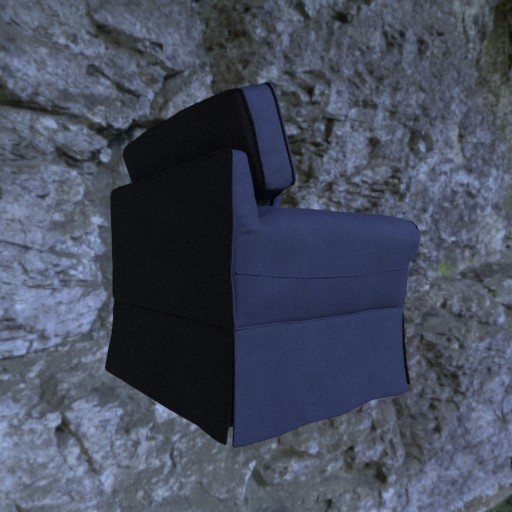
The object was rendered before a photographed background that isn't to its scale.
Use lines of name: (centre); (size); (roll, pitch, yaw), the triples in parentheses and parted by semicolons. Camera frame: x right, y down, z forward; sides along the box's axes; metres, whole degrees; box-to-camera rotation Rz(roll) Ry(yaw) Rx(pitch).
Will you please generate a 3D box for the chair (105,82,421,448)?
chair: (0.000, 0.000, 1.966); (1.002, 1.140, 1.119); (0, 0, -36)
